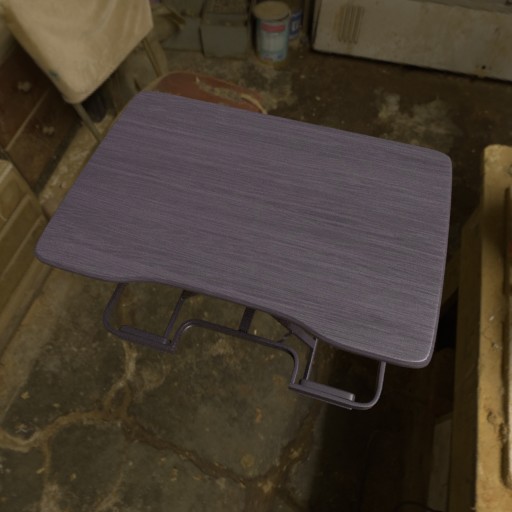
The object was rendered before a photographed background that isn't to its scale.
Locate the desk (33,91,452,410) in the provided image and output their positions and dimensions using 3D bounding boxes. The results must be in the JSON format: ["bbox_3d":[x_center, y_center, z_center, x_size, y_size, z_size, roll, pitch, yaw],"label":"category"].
[{"bbox_3d":[0.000,0.000,1.166,0.820,0.470,0.546,15,60,9],"label":"desk"}]
